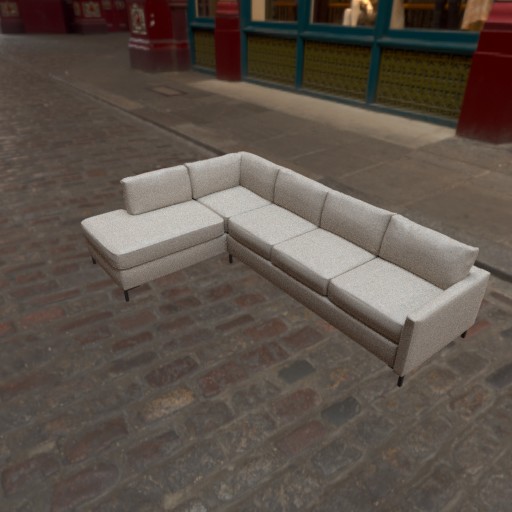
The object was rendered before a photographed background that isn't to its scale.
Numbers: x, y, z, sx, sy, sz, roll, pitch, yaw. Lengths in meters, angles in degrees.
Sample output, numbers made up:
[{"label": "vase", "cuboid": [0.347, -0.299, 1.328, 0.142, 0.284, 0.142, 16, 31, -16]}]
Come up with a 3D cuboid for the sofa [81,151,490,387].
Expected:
[{"label": "sofa", "cuboid": [0.000, 0.000, 3.054, 1.617, 0.703, 2.423, -22, 37, -32]}]
